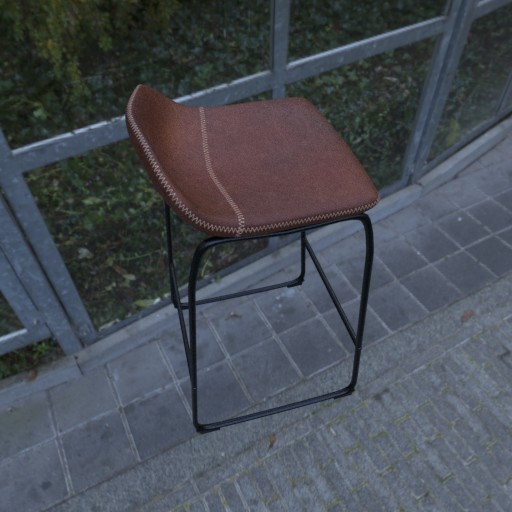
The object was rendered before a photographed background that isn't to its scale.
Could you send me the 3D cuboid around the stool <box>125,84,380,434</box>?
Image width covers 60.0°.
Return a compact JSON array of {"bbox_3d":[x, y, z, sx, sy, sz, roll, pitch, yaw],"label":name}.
[{"bbox_3d":[0.000,0.000,1.103,0.473,0.830,0.454,-11,47,-11],"label":"stool"}]
